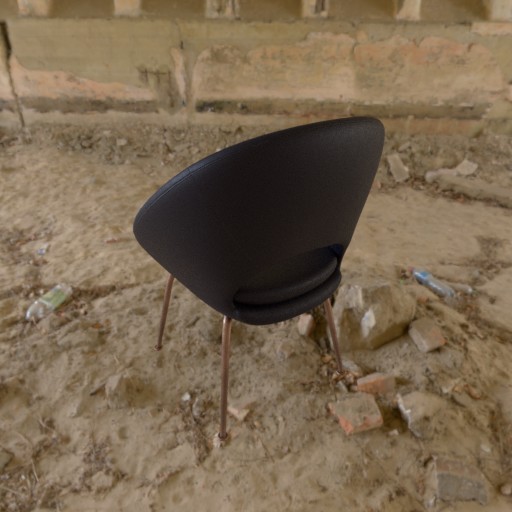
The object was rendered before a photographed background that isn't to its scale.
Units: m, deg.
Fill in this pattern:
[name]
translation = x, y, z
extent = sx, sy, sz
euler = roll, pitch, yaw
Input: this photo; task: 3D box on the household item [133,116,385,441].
[household item]
translation = 0.000, 0.000, 1.267
extent = 0.623, 0.852, 0.573
euler = -18, 34, -29
